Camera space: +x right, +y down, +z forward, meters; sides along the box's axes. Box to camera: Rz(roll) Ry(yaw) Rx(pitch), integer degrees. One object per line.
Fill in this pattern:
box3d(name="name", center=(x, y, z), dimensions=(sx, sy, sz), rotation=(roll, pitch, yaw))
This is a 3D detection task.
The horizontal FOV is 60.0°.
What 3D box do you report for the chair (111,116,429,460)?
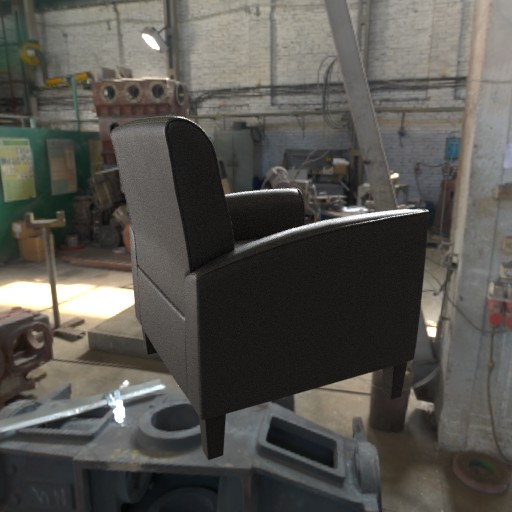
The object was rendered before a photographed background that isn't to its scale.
box3d(name="chair", center=(0.000, 0.000, 1.577), dimensions=(0.819, 0.916, 0.820), rotation=(-7, 16, -26))
